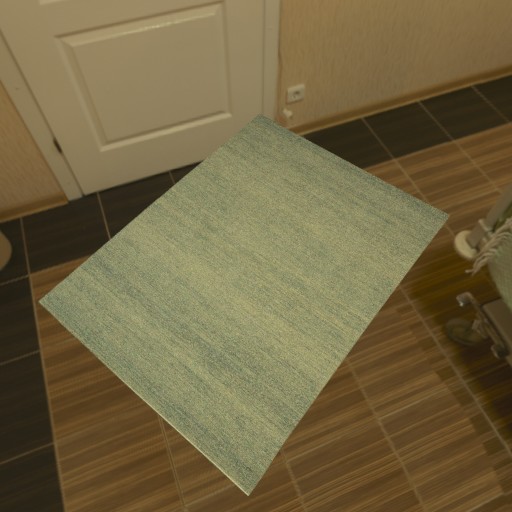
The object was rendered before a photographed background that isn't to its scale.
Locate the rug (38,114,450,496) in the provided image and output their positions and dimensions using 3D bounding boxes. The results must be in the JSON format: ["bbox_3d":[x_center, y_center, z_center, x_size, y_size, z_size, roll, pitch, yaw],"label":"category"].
[{"bbox_3d":[0.000,0.000,4.240,2.461,0.046,3.237,34,64,19],"label":"rug"}]
